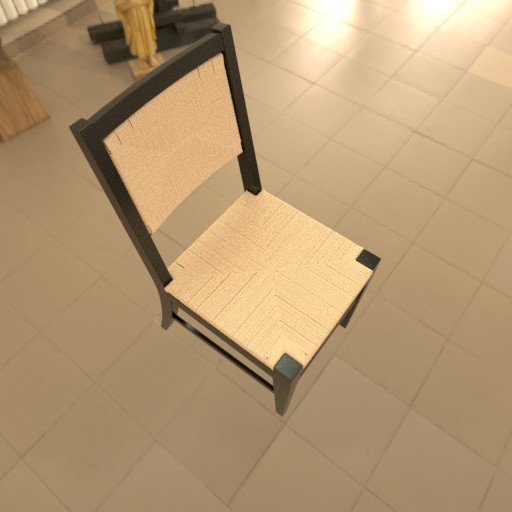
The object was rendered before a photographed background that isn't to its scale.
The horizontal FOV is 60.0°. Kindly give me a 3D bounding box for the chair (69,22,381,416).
[{"bbox_3d":[0.000,0.000,1.208,0.552,0.927,0.437,33,63,19],"label":"chair"}]
